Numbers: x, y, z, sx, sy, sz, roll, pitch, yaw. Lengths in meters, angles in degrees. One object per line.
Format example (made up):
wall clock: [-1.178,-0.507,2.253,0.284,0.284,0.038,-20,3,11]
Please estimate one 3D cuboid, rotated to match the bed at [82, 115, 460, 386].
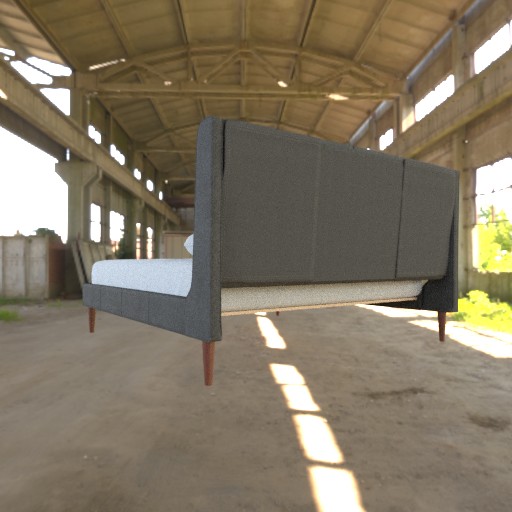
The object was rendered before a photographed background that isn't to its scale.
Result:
bed: [0.000,0.000,2.578,1.531,0.933,1.638,1,-1,-36]
